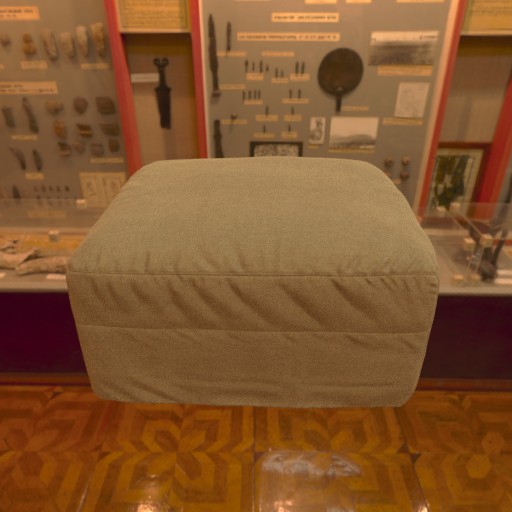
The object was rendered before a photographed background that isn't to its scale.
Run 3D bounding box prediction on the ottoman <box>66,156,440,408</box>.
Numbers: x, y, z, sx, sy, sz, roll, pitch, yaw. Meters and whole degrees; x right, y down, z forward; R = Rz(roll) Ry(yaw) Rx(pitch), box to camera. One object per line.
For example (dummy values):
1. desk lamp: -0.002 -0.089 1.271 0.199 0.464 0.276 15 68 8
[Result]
1. ottoman: 0.000 0.000 1.261 0.837 0.481 0.683 1 30 2
